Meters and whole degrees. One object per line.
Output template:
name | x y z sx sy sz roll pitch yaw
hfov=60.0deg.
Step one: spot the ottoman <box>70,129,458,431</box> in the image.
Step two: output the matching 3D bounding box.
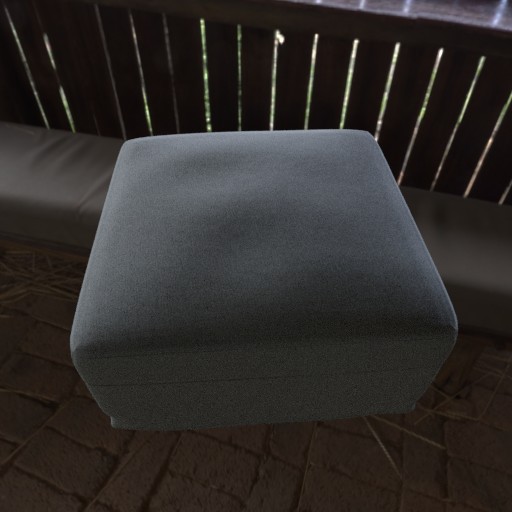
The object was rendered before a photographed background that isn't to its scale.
ottoman | 0.000 0.000 1.307 0.842 0.441 0.843 -3 46 -2
